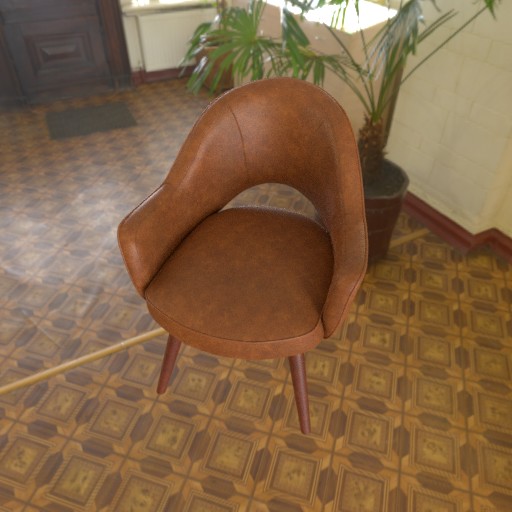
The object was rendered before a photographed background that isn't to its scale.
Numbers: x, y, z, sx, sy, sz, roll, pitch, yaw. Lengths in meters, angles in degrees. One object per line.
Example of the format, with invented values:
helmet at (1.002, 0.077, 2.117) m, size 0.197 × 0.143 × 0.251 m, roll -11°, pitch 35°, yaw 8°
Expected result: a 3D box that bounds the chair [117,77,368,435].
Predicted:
chair at (0.000, 0.000, 1.239) m, size 0.591 × 0.777 × 0.640 m, roll 11°, pitch 41°, yaw 13°
